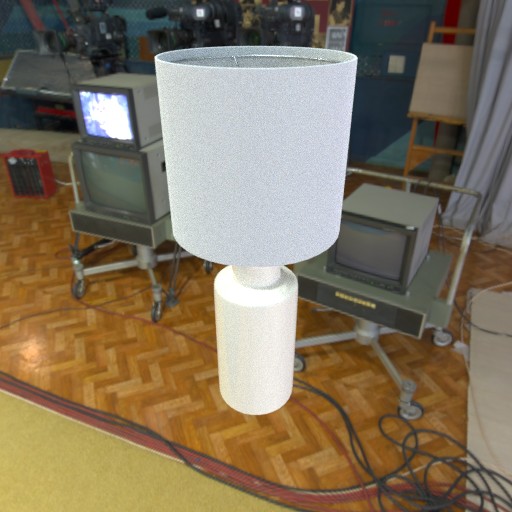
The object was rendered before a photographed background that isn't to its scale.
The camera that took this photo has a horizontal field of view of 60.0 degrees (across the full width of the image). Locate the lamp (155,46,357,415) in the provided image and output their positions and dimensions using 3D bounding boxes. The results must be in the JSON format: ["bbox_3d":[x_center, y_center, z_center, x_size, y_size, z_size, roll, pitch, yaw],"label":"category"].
[{"bbox_3d":[0.000,0.000,0.594,0.212,0.493,0.212,-8,31,-14],"label":"lamp"}]
